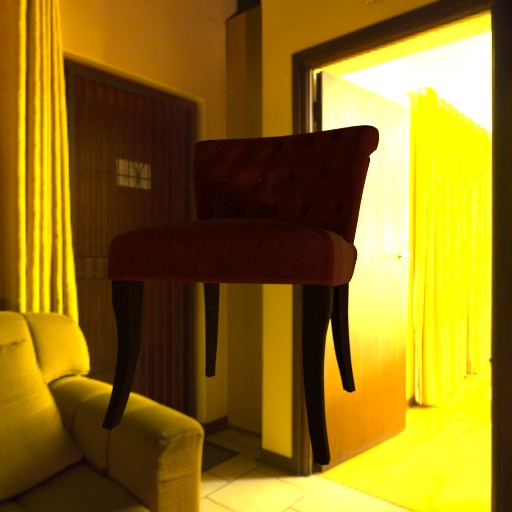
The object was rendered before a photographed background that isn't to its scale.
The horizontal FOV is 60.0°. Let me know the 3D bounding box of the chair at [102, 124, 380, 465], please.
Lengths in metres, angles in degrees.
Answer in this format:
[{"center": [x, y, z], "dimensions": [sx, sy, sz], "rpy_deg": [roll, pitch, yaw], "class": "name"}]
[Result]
[{"center": [0.000, 0.000, 1.151], "dimensions": [0.582, 0.750, 0.605], "rpy_deg": [0, 0, 20], "class": "chair"}]
